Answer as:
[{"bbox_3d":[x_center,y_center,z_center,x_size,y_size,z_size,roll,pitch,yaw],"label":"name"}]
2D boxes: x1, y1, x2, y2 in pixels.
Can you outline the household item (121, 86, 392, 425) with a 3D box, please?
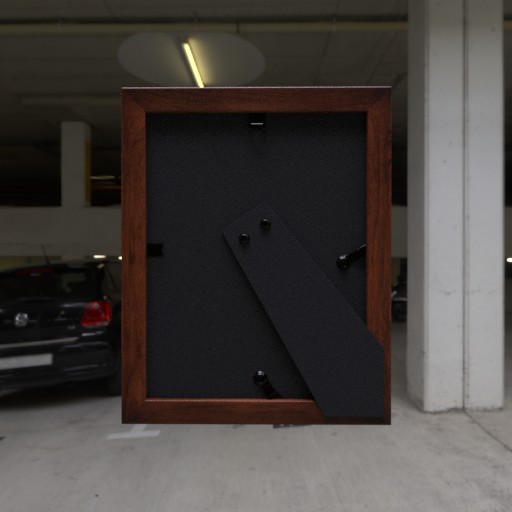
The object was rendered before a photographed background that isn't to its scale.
[{"bbox_3d":[0.000,0.000,0.336,0.200,0.250,0.020,0,0,1],"label":"household item"}]
